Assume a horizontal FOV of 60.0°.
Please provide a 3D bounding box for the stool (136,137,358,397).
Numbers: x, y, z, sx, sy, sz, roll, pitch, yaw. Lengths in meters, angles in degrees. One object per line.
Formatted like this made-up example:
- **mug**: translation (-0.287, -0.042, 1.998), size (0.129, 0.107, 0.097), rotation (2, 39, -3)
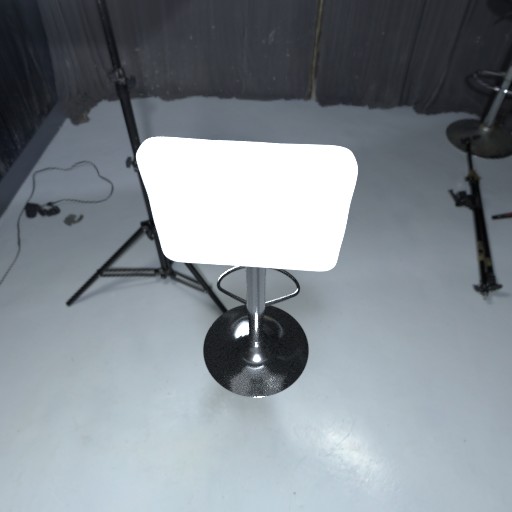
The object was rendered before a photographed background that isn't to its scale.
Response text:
- **stool**: translation (0.000, 0.000, 1.374), size (0.430, 1.115, 0.505), rotation (4, 49, 3)
